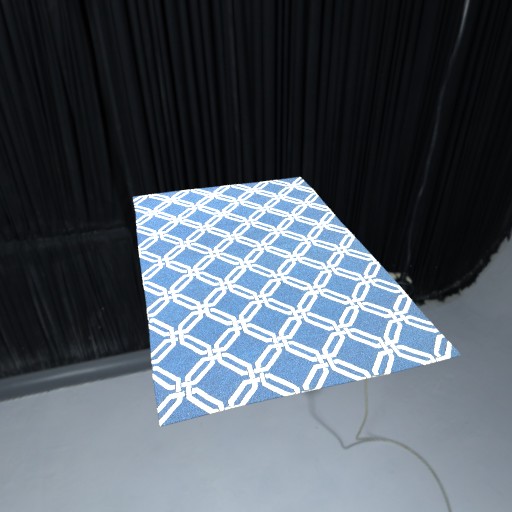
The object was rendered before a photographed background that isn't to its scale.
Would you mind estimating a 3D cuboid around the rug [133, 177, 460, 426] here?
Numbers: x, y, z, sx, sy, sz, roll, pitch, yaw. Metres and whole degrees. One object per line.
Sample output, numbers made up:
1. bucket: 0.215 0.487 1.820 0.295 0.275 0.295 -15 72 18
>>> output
1. rug: 0.000 0.000 2.265 1.153 0.010 1.755 -9 35 -13
